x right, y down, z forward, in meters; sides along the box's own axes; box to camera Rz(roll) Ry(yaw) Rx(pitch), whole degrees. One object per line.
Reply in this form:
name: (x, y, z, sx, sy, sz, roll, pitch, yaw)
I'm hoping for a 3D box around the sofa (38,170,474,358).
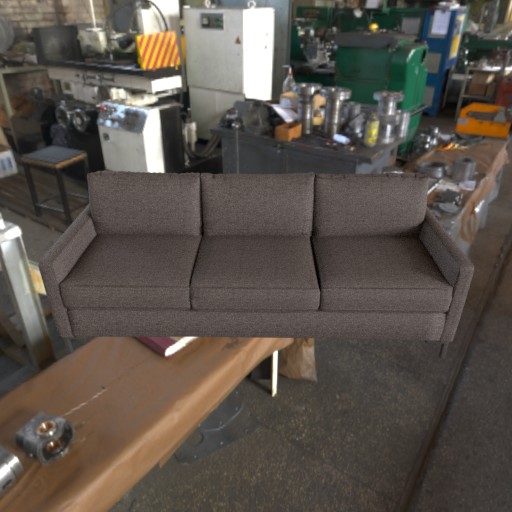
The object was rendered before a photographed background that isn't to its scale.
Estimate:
sofa: (0.000, 0.000, 2.684, 2.253, 0.882, 0.876, 1, 30, 1)
